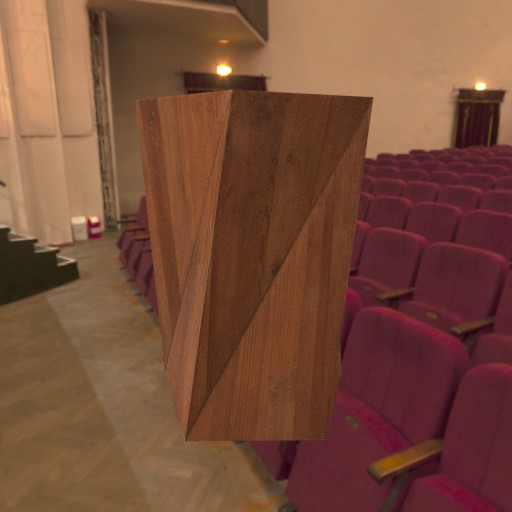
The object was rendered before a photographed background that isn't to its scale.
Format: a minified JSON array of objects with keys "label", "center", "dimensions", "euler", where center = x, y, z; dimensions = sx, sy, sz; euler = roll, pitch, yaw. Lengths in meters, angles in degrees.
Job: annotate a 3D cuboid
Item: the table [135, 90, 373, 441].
[{"label":"table","center":[0.000,0.000,0.914],"dimensions":[0.425,0.604,0.441],"euler":[-7,17,-25]}]
